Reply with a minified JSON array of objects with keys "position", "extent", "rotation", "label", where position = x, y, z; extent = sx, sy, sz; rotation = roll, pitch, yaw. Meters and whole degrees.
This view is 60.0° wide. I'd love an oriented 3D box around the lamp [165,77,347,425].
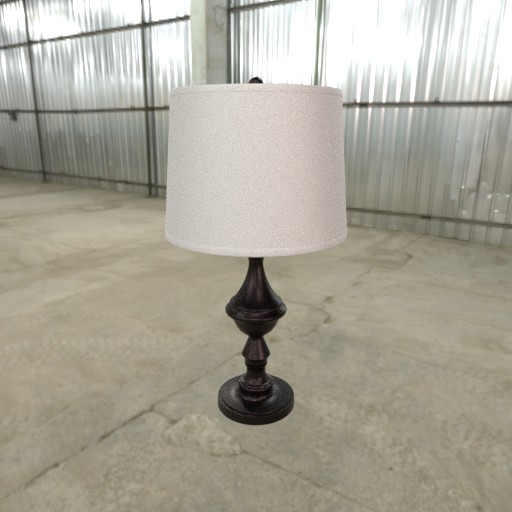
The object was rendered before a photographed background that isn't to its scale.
[{"position":[0.000,0.000,0.964],"extent":[0.383,0.726,0.383],"rotation":[0,16,0],"label":"lamp"}]
